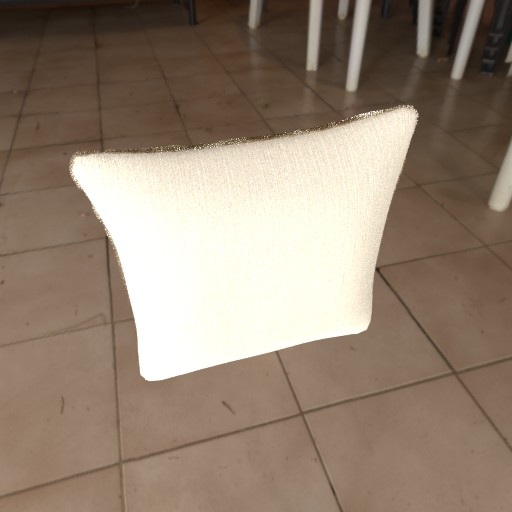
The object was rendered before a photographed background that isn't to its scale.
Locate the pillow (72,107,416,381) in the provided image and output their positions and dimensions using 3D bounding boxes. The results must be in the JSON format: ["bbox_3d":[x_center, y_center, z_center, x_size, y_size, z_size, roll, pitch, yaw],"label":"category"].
[{"bbox_3d":[0.000,0.000,0.822,0.538,0.525,0.216,-11,41,-13],"label":"pillow"}]
